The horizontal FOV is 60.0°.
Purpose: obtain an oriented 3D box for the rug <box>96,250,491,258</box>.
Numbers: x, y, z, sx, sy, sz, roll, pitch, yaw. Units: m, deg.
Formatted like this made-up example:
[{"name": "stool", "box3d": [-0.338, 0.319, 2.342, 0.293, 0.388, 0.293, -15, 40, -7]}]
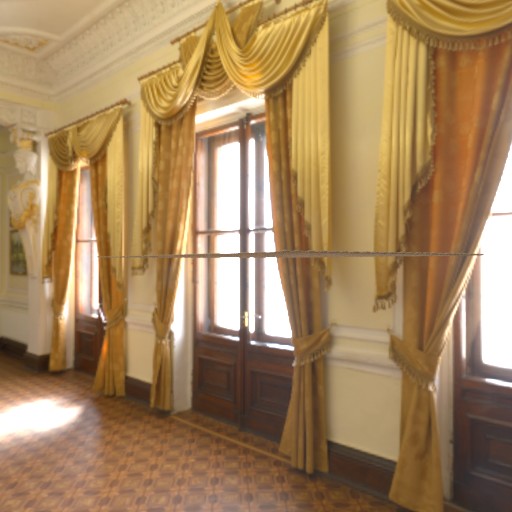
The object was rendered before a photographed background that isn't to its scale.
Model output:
[{"name": "rug", "box3d": [0.000, 0.000, 2.526, 1.222, 0.009, 2.084, 0, -1, -35]}]
